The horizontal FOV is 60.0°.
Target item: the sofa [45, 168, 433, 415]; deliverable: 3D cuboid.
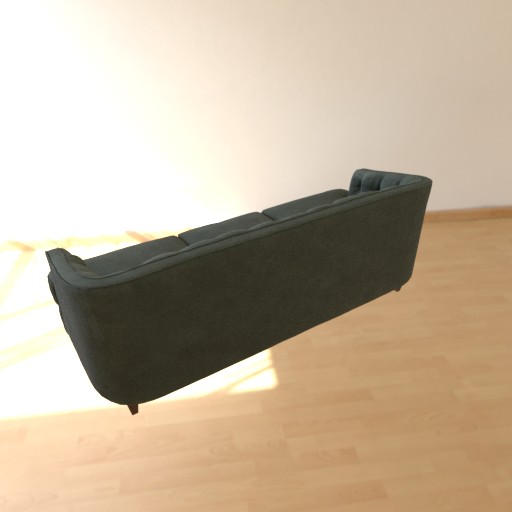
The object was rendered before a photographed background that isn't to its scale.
[{"bbox_3d":[0.000,0.000,2.739,2.278,0.855,0.941,-19,35,-28],"label":"sofa"}]
